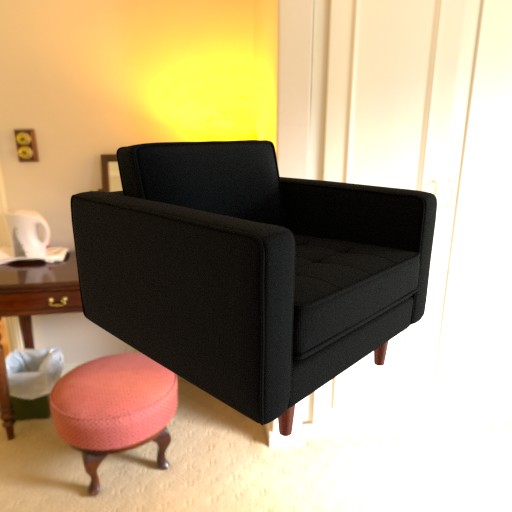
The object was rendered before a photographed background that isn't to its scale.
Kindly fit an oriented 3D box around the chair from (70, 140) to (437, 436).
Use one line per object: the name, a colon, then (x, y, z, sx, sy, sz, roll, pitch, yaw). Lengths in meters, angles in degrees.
chair: (0.000, 0.000, 1.547, 0.920, 0.770, 0.899, 15, 22, 42)
